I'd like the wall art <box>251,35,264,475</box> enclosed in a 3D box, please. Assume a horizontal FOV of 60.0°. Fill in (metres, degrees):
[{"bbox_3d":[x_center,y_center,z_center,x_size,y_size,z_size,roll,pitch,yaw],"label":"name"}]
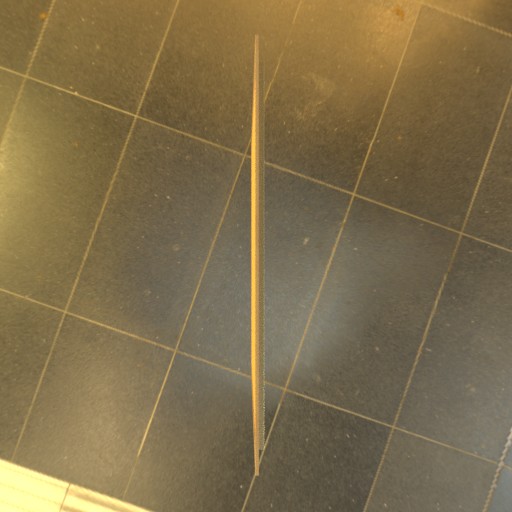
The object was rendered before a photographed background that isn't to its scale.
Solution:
[{"bbox_3d":[0.000,0.000,1.709,0.025,1.067,1.168,0,90,-1],"label":"wall art"}]
